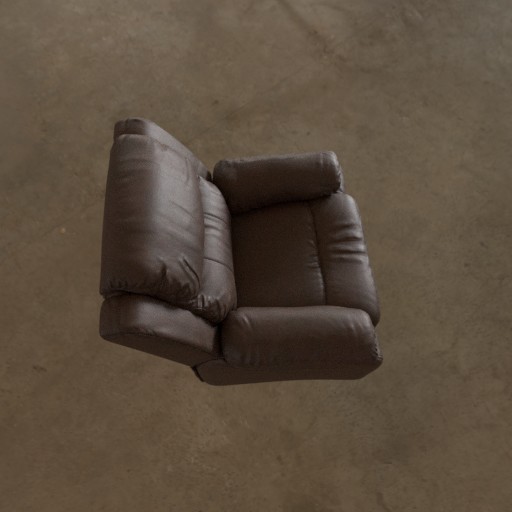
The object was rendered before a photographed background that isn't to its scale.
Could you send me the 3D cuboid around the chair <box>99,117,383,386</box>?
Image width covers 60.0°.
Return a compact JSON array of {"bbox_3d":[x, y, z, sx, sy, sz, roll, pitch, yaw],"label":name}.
[{"bbox_3d":[0.000,0.000,1.284,0.707,0.702,0.680,-4,63,-2],"label":"chair"}]
